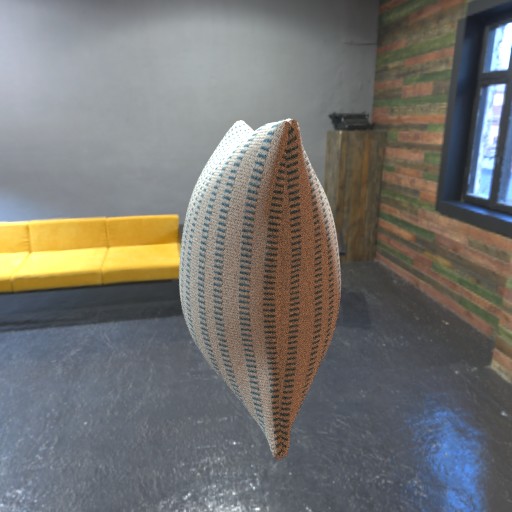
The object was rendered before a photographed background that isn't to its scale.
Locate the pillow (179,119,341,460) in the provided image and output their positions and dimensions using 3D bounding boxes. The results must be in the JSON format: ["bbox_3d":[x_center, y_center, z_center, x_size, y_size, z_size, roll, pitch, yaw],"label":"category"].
[{"bbox_3d":[0.000,0.000,0.711,0.247,0.419,0.438,-3,17,-9],"label":"pillow"}]
